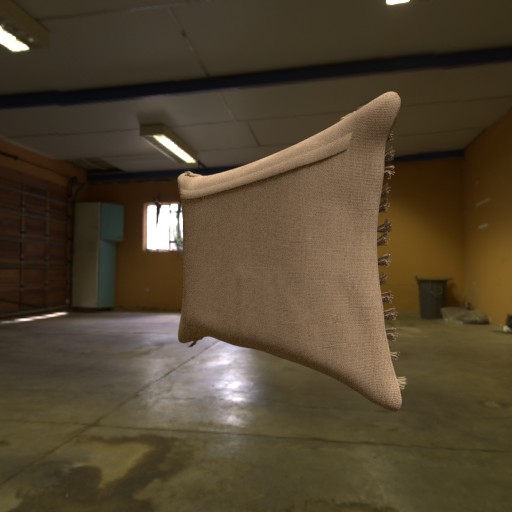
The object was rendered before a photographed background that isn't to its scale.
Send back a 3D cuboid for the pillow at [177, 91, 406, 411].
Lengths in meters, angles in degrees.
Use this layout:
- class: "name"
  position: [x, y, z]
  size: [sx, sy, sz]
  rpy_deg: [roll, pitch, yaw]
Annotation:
- class: "pillow"
  position: [0.000, 0.000, 0.599]
  size: [0.084, 0.305, 0.466]
  rpy_deg: [1, -2, -35]
